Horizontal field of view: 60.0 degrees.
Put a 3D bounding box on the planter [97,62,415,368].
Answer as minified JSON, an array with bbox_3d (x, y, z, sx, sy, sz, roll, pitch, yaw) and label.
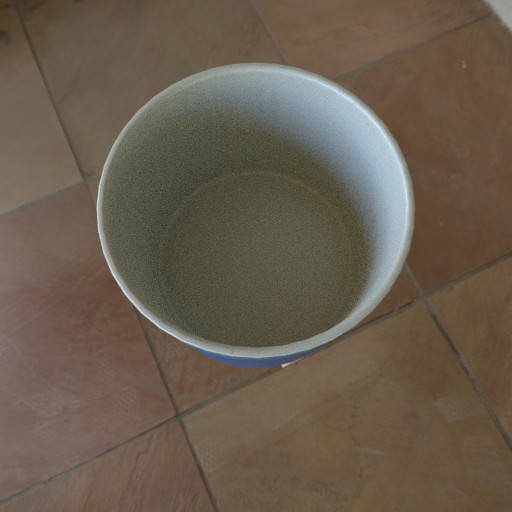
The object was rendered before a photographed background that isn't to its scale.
[{"bbox_3d":[0.000,0.000,0.394,0.192,0.263,0.192,0,74,0],"label":"planter"}]
